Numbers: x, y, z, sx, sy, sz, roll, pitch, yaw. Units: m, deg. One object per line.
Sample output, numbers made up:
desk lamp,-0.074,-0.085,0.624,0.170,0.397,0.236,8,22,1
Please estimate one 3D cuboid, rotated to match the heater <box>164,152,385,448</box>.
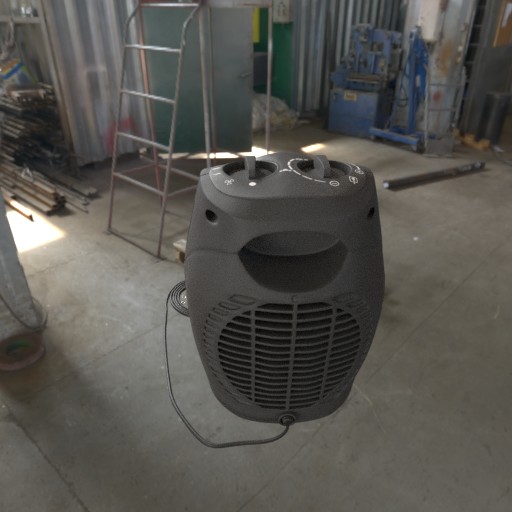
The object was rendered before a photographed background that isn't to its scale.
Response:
heater,0.000,0.000,0.474,0.239,0.240,0.291,-1,29,-2
